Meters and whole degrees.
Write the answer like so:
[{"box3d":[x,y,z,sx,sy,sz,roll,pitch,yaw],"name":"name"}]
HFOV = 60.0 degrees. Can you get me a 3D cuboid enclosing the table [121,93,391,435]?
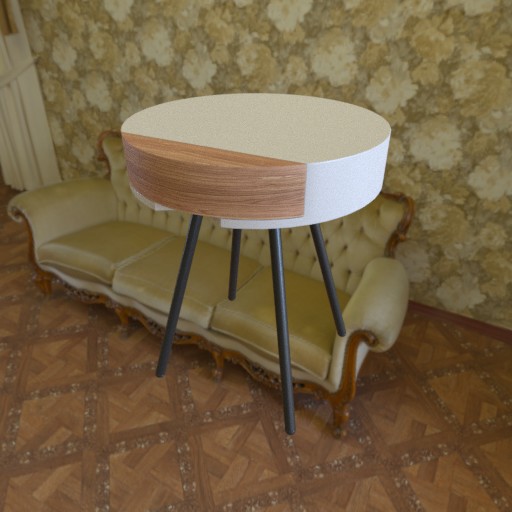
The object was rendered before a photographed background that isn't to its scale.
[{"box3d":[0.000,0.000,0.870,0.450,0.525,0.450,0,32,0],"name":"table"}]
